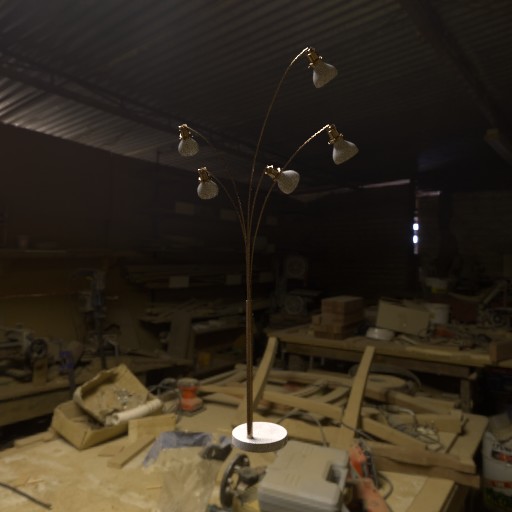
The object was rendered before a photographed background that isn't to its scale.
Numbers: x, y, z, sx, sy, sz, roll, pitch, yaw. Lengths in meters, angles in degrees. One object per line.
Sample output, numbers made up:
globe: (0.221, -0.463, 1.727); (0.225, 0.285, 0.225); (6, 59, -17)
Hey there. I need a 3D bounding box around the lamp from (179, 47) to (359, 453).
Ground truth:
lamp: (0.000, 0.000, 2.924); (1.405, 2.423, 0.361); (0, 0, 37)
